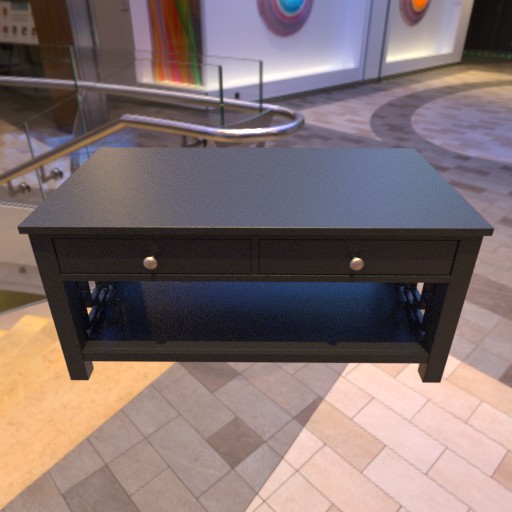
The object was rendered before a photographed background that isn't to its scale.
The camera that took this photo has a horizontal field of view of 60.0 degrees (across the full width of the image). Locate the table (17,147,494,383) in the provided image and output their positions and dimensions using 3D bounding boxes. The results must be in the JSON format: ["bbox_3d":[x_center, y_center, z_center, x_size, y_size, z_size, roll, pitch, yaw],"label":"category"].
[{"bbox_3d":[0.000,0.000,1.368,1.068,0.493,0.612,0,31,0],"label":"table"}]
